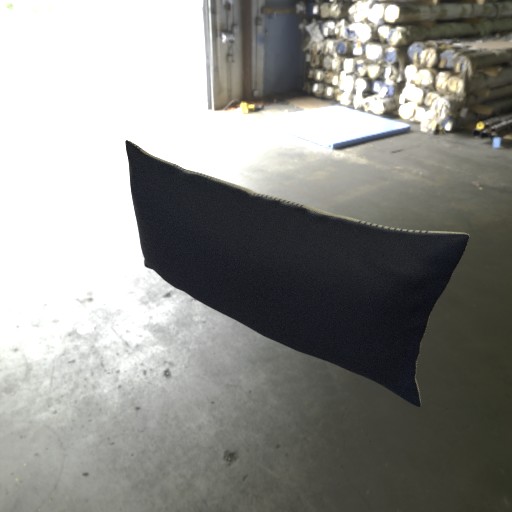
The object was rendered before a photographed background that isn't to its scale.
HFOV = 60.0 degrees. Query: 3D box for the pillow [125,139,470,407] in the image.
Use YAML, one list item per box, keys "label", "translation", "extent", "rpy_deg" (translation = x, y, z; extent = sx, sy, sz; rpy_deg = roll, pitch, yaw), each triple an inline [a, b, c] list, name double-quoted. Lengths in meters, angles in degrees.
- label: "pillow"
  translation: [0.000, 0.000, 0.730]
  extent: [0.610, 0.287, 0.151]
  rpy_deg: [22, 38, 32]
